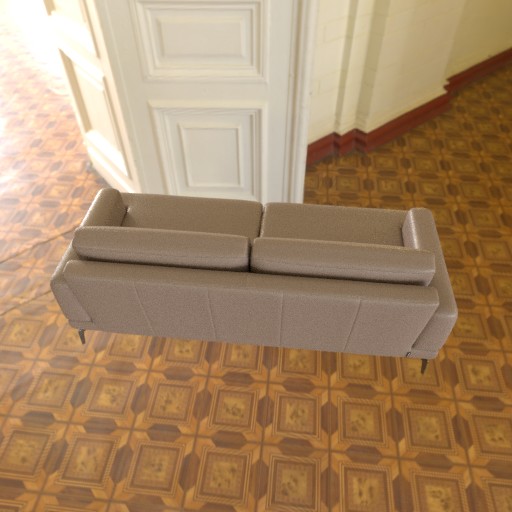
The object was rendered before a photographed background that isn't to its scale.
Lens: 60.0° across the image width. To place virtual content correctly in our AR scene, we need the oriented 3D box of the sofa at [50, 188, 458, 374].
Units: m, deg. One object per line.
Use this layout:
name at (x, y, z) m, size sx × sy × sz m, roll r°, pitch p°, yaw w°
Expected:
sofa at (0.000, 0.000, 2.431) m, size 1.940 × 0.765 × 0.974 m, roll 4°, pitch 47°, yaw 4°
